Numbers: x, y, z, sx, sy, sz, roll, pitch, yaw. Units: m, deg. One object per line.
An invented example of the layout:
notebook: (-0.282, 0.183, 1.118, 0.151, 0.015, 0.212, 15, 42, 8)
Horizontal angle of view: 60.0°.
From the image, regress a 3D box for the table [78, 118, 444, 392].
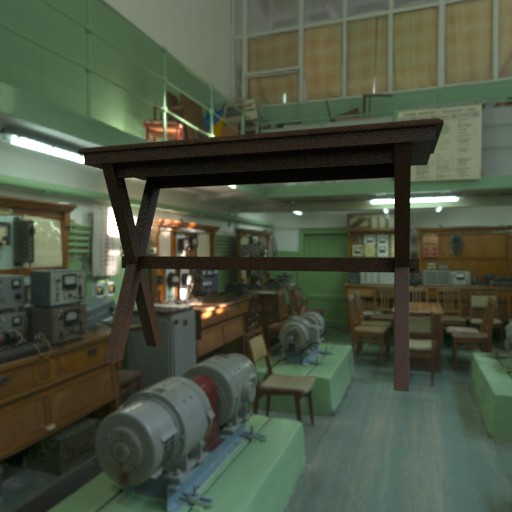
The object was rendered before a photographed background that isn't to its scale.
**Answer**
table: (0.000, 0.000, 1.579, 1.197, 0.763, 0.399, 0, 1, 18)
